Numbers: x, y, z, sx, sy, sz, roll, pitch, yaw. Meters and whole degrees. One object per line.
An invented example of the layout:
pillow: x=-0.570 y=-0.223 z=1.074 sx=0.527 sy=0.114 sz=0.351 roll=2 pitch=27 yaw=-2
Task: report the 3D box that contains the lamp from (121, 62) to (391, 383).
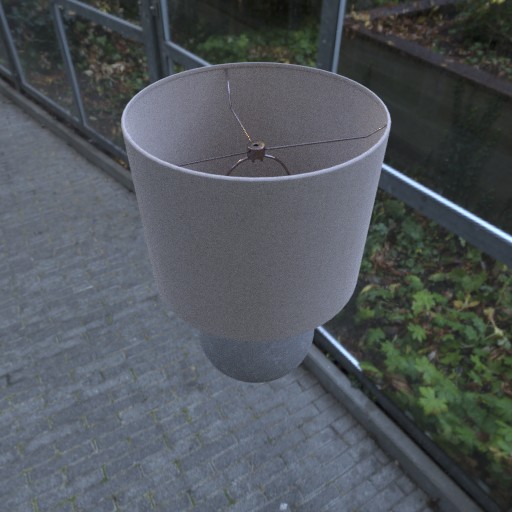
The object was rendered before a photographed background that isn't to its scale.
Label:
lamp: x=0.000 y=0.000 z=0.589 sx=0.269 sy=0.409 sz=0.269 roll=-11 pitch=43 yaw=-12
